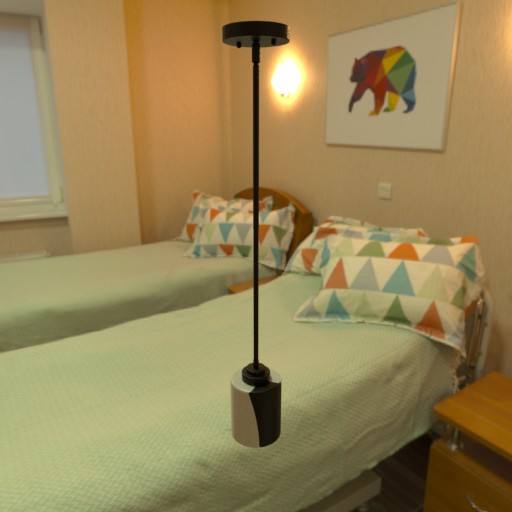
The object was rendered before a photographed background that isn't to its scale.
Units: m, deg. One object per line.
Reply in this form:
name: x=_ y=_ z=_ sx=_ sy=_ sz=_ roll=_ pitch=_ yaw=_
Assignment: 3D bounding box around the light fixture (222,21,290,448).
light fixture: x=0.000 y=0.000 z=0.928 sx=0.123 sy=0.863 sz=0.123 roll=8 pitch=18 yaw=26
